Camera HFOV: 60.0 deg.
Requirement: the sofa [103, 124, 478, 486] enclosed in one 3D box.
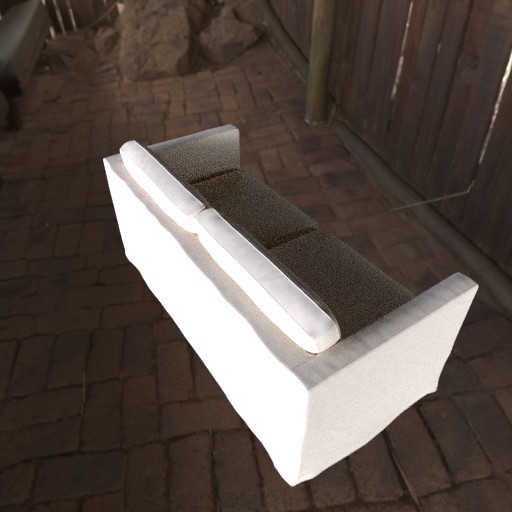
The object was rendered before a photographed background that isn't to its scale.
[{"bbox_3d":[0.000,0.000,2.432,0.940,0.870,1.987,-23,45,-26],"label":"sofa"}]
